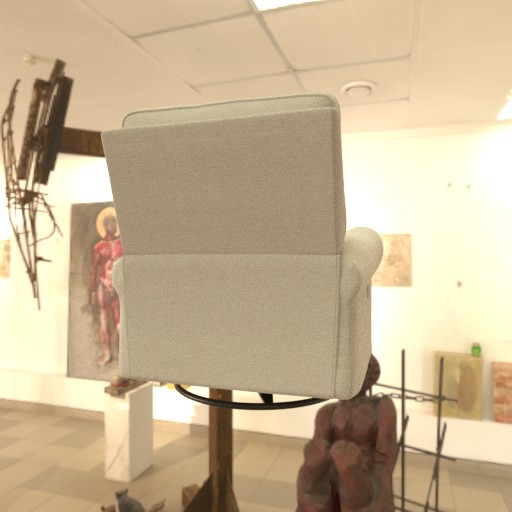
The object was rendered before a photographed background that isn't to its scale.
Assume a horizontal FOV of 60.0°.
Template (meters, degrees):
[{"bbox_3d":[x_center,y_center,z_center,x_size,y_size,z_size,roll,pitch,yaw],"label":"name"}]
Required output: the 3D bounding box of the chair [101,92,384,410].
[{"bbox_3d":[0.000,0.000,1.648,0.890,0.960,0.878,0,0,18],"label":"chair"}]
